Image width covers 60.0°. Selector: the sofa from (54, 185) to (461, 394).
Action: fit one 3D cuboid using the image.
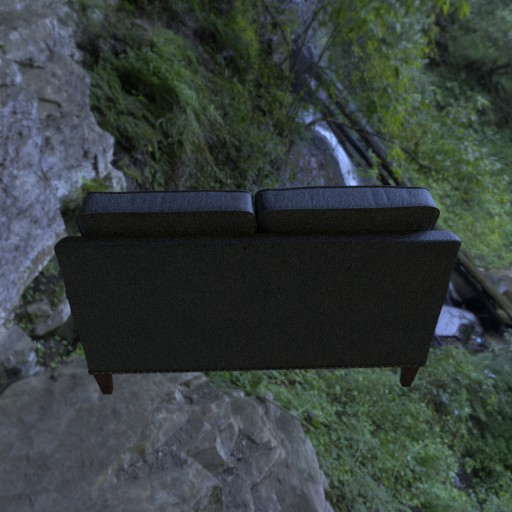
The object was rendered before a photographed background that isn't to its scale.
[{"bbox_3d":[0.000,0.000,2.251,1.597,1.003,1.084,-1,30,-2],"label":"sofa"}]
